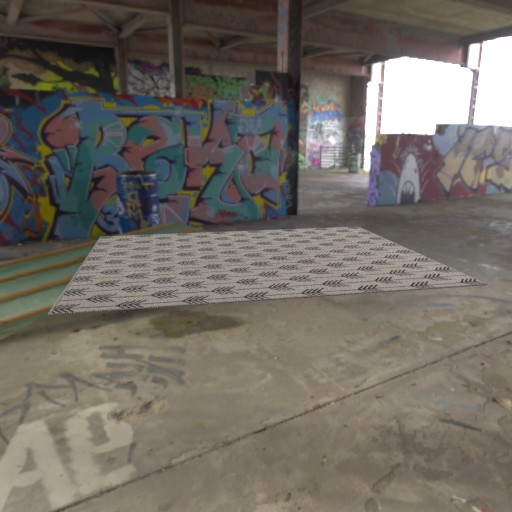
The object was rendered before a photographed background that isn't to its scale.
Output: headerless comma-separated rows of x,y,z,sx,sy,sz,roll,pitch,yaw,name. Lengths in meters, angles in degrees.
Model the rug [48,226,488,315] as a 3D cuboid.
0.000,0.000,4.104,3.061,0.010,2.330,-3,15,-11,rug
